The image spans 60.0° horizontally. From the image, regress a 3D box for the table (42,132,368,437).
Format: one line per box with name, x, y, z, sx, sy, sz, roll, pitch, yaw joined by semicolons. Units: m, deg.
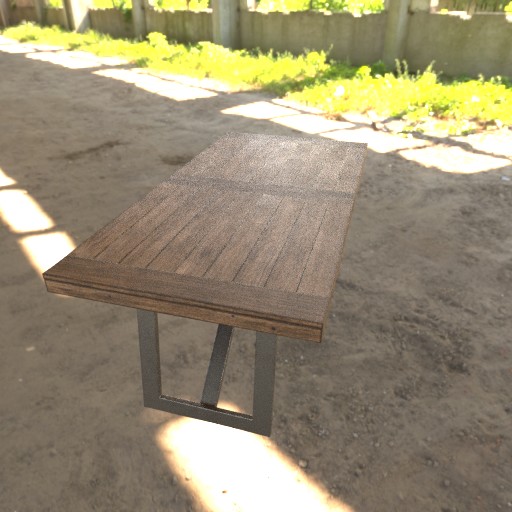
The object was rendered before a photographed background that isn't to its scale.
table;0.000;0.000;2.318;0.931;0.757;1.867;8;31;14
